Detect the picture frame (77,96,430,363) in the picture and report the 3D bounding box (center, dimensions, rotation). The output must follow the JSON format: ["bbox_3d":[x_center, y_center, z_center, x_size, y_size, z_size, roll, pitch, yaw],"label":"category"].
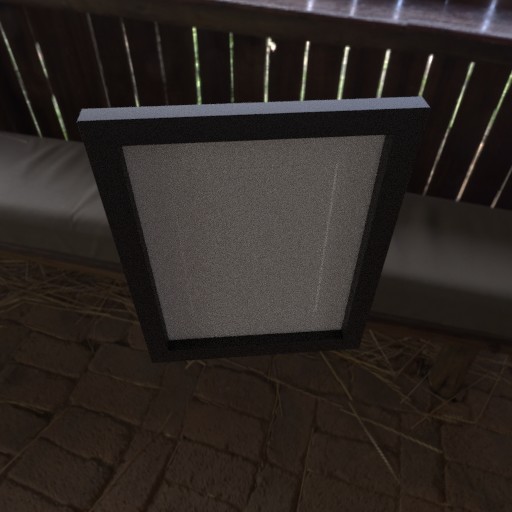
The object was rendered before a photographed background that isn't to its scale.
[{"bbox_3d":[0.000,0.000,0.531,0.307,0.383,0.036,-3,45,-3],"label":"picture frame"}]
